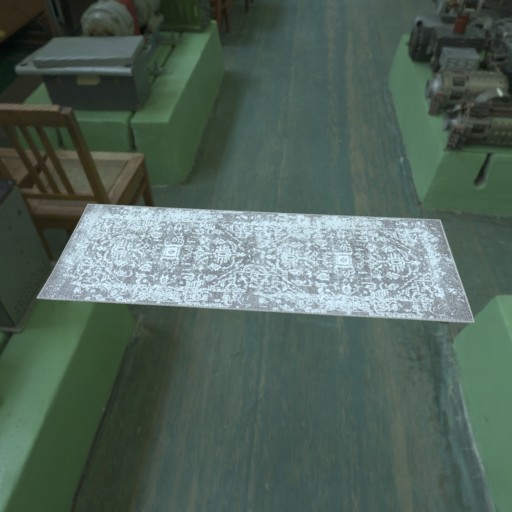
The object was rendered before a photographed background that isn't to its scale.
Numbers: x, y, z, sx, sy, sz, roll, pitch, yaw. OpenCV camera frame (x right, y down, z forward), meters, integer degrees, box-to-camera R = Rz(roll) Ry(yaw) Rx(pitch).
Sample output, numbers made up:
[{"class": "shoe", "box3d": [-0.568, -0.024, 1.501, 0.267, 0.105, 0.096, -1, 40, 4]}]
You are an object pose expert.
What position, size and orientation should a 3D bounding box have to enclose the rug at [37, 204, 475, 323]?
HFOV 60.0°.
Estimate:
[{"class": "rug", "box3d": [0.000, 0.000, 2.763, 2.452, 0.017, 0.855, 3, 46, 3]}]
